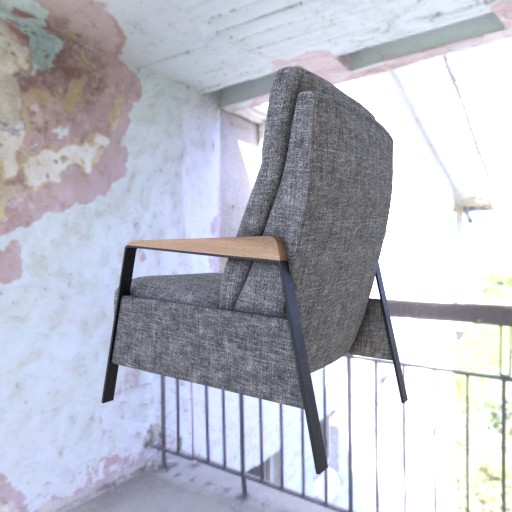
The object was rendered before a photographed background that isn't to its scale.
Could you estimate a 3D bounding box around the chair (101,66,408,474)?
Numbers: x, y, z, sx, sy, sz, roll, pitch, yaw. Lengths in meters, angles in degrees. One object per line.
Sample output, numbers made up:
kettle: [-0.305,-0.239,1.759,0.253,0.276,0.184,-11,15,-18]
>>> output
chair: [0.000,0.000,1.582,0.868,1.042,0.671,0,0,36]
